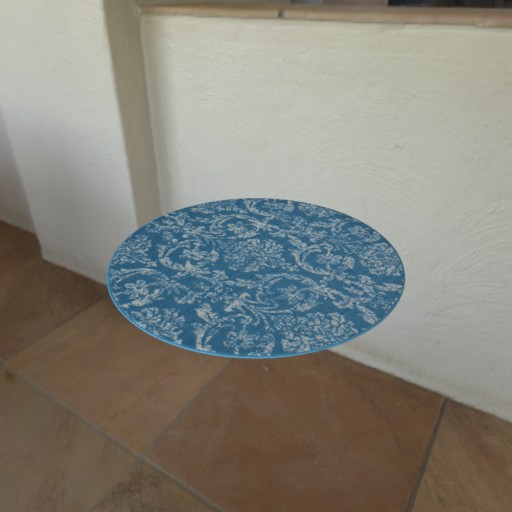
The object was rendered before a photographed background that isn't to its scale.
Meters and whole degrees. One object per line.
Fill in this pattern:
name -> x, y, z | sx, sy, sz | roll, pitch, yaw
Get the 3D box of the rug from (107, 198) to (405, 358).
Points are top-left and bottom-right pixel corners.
rug -> 0.000, 0.000, 2.461 | 1.593, 0.012, 1.593 | 0, 31, 0
